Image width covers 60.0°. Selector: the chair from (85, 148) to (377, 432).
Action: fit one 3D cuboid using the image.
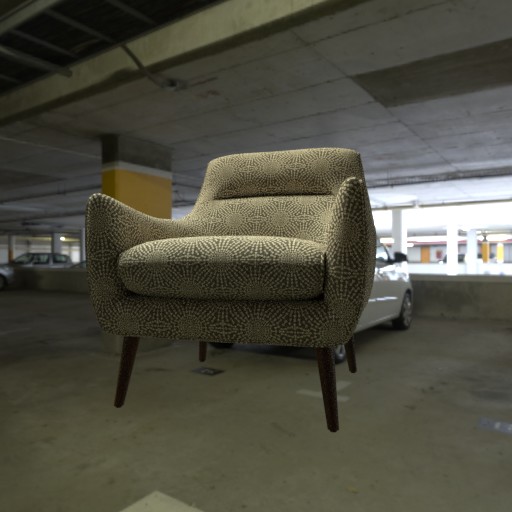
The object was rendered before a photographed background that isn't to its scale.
[{"bbox_3d":[0.000,0.000,1.463,0.762,0.838,0.787,0,0,17],"label":"chair"}]
